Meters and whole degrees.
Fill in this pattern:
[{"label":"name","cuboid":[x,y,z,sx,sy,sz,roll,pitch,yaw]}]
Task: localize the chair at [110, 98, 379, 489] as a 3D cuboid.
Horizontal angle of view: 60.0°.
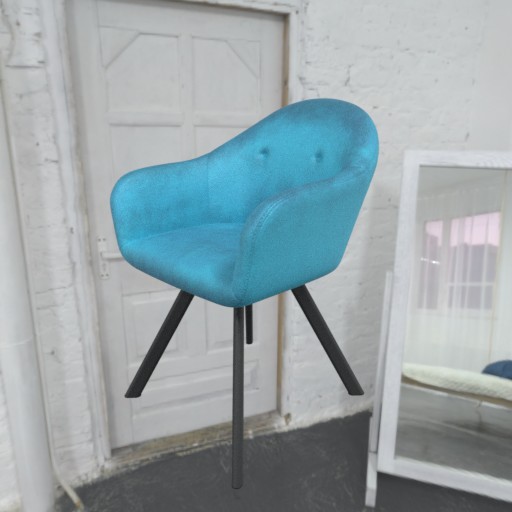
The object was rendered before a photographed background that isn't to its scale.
[{"label":"chair","cuboid":[0.000,0.000,1.139,0.570,0.780,0.540,-16,23,-42]}]
